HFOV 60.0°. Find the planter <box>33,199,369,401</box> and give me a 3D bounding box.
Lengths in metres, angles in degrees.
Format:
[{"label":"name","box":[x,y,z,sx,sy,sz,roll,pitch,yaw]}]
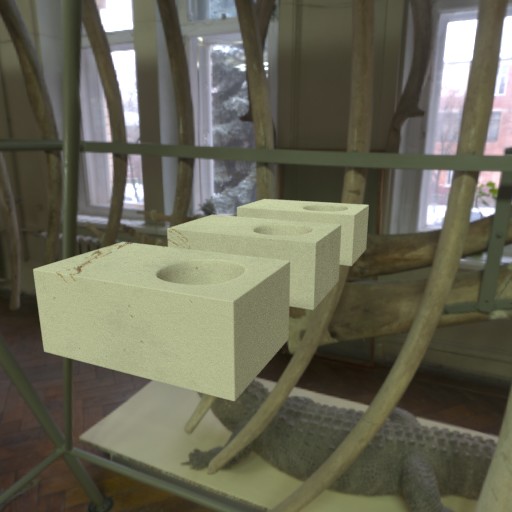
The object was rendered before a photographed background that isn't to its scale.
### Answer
[{"label":"planter","box":[0.000,0.000,0.378,0.127,0.051,0.333,6,16,23]}]
